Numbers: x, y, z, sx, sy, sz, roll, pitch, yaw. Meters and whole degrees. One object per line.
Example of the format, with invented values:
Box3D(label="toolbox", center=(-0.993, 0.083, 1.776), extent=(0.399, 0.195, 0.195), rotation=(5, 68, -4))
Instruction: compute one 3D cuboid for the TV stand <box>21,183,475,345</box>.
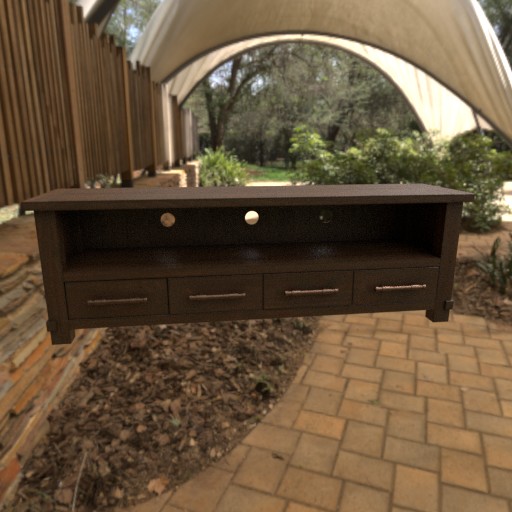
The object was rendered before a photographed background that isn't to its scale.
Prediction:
Box3D(label="TV stand", center=(0.000, 0.000, 2.102), extent=(1.866, 0.615, 0.471), rotation=(-2, 15, -8))
